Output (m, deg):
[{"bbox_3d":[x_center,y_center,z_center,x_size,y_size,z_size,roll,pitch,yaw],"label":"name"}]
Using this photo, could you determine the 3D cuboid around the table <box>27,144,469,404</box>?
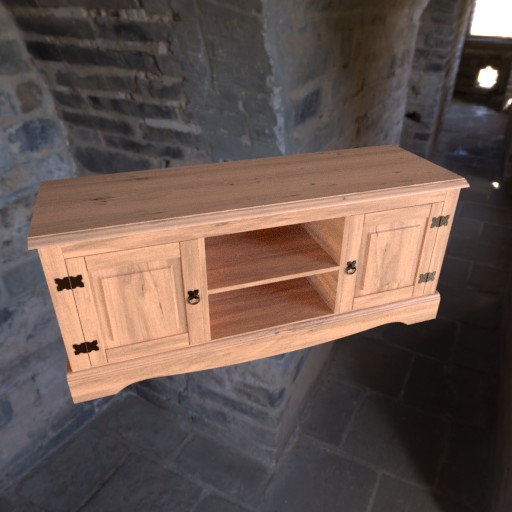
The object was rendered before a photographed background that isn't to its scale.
[{"bbox_3d":[0.000,0.000,1.432,1.200,0.510,0.400,-10,32,-16],"label":"table"}]
